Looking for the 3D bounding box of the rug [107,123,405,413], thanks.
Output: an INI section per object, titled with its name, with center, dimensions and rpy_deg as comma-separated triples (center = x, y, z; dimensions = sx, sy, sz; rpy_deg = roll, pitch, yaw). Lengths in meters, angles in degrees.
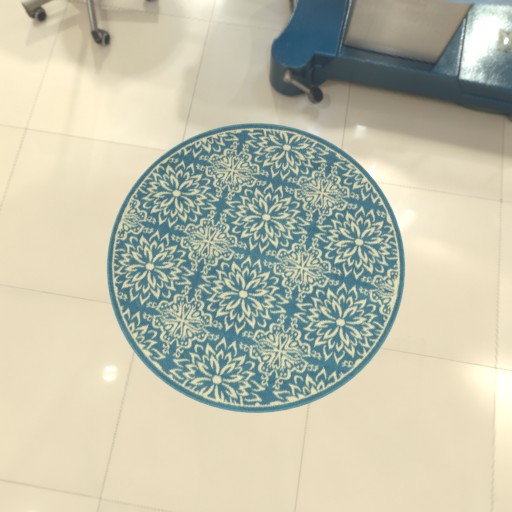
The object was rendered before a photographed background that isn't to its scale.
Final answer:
[rug]
center = 0.000, 0.000, 2.376
dimensions = 1.593, 0.012, 1.593
rpy_deg = 0, 76, 0
